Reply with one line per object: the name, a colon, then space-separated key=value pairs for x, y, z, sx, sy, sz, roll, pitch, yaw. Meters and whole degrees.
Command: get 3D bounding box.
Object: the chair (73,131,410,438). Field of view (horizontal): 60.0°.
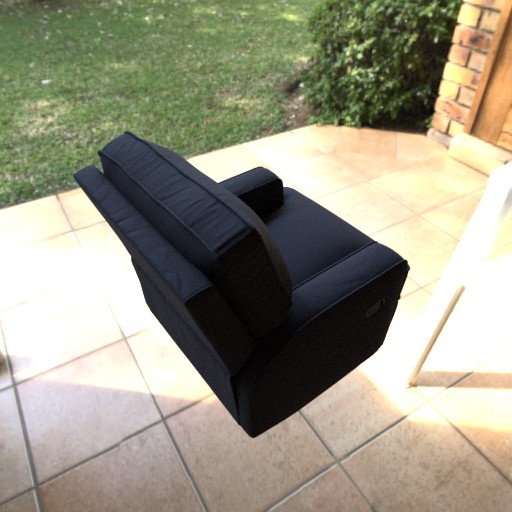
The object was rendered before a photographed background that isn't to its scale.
chair: x=0.000 y=0.000 z=1.689 sx=0.964 sy=0.962 sz=0.861 roll=-26 pitch=47 yaw=-27
